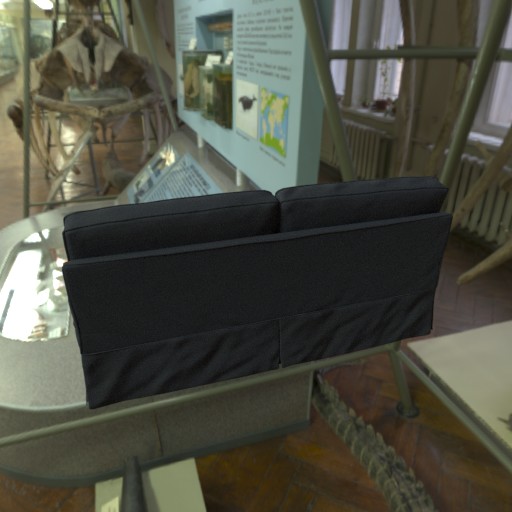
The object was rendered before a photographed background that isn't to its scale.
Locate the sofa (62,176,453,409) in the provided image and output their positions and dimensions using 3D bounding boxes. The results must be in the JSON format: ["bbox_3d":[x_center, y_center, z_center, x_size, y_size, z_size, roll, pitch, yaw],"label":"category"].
[{"bbox_3d":[0.000,0.000,2.888,2.256,1.094,0.983,-8,27,-17],"label":"sofa"}]
